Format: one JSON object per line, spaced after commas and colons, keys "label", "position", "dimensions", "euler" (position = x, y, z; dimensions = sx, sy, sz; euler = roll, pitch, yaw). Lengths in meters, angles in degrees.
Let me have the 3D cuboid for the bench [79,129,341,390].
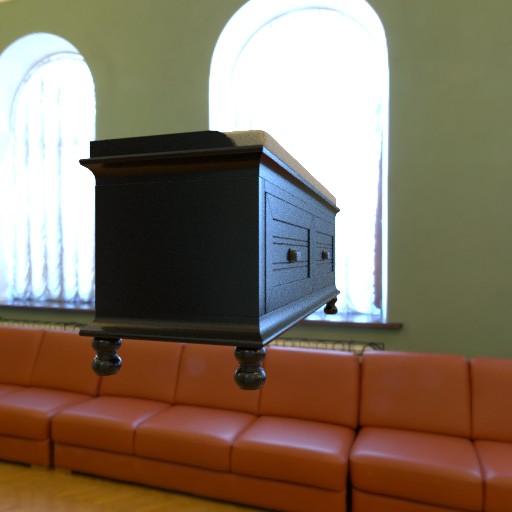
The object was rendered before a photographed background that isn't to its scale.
{"label": "bench", "position": [0.000, 0.000, 1.428], "dimensions": [0.402, 0.501, 1.185], "euler": [0, 0, 18]}
